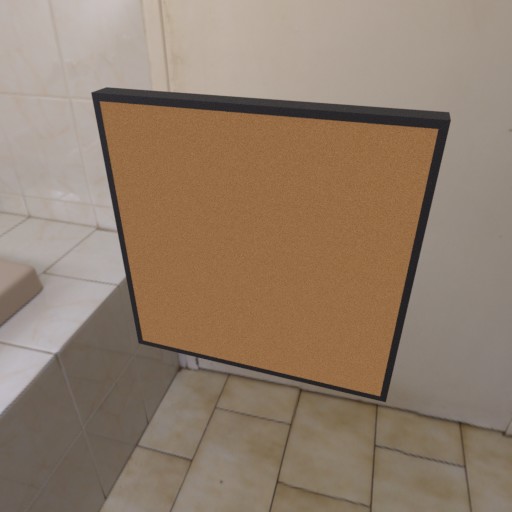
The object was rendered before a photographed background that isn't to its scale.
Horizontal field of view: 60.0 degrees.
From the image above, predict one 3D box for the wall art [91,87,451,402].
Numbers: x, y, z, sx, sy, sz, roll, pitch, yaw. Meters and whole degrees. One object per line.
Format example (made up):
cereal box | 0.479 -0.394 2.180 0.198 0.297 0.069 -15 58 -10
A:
wall art | 0.000 0.000 0.754 0.509 0.509 0.040 10 33 15
